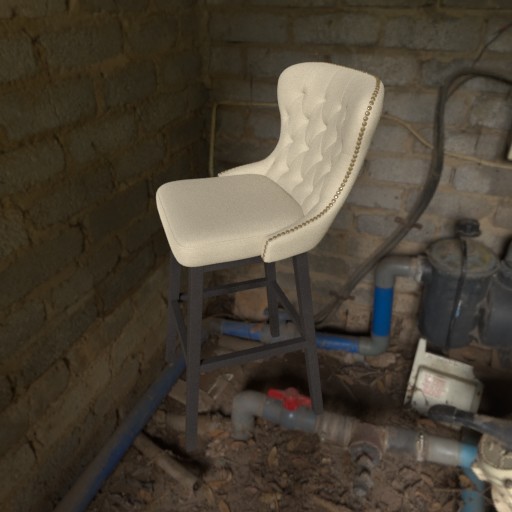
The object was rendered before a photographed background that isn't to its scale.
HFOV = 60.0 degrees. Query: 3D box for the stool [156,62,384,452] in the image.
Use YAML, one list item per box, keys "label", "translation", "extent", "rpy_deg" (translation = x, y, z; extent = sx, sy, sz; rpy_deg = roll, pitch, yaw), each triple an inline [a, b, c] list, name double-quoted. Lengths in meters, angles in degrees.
- label: "stool"
  translation: [0.000, 0.000, 1.385]
  extent: [0.605, 1.066, 0.528]
  rpy_deg: [-10, 32, -16]
